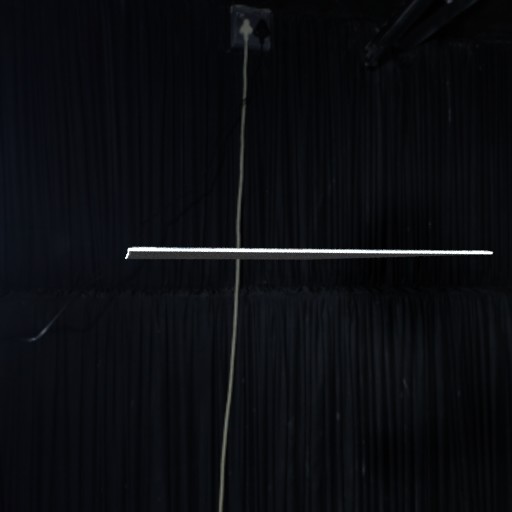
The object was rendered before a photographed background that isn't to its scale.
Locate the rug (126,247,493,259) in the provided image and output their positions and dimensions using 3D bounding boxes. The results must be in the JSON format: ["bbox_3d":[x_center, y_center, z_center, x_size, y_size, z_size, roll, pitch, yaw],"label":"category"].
[{"bbox_3d":[0.000,0.000,2.827,1.586,0.014,2.197,0,-1,-17],"label":"rug"}]
